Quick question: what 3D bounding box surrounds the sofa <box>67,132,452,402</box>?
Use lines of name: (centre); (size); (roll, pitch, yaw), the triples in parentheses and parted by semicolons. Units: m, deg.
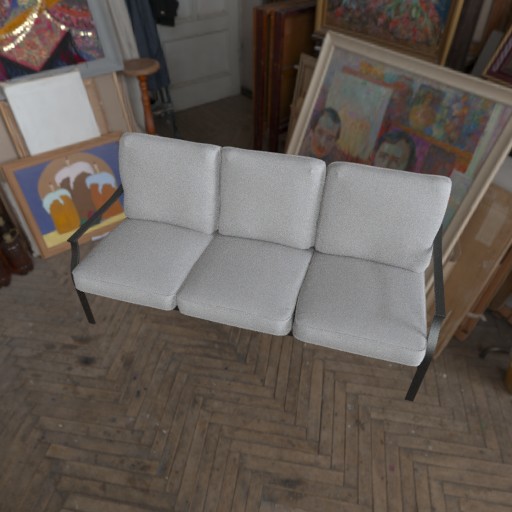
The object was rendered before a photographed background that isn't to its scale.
sofa: (0.000, 0.000, 2.233); (1.740, 0.860, 0.787); (11, 43, 12)
